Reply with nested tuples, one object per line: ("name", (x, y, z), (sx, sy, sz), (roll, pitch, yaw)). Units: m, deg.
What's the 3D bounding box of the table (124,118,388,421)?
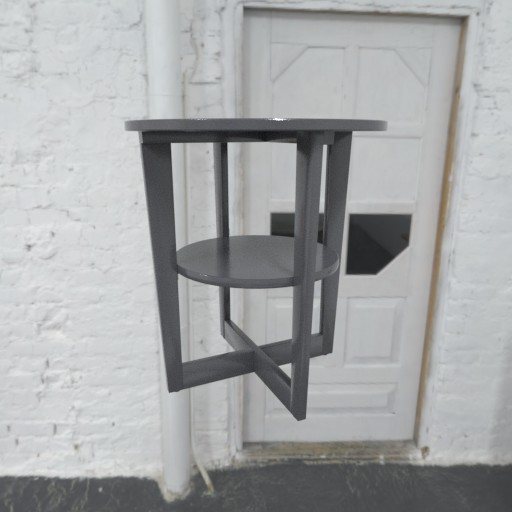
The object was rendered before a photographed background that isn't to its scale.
("table", (0.000, 0.000, 0.949), (0.500, 0.550, 0.500), (0, 16, 0))
